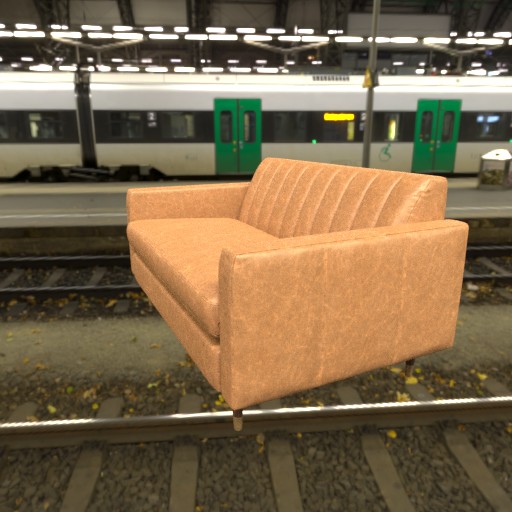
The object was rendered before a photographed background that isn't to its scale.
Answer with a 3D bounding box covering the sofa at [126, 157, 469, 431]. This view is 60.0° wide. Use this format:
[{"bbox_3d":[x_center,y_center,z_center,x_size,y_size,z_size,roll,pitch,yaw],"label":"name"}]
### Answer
[{"bbox_3d":[0.000,0.000,2.087,0.960,0.820,1.549,-8,18,-25],"label":"sofa"}]
